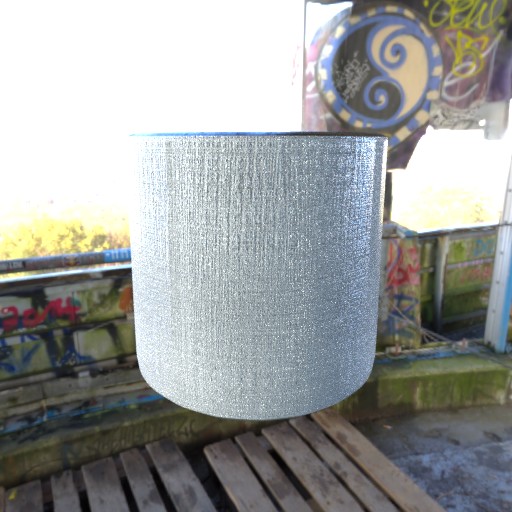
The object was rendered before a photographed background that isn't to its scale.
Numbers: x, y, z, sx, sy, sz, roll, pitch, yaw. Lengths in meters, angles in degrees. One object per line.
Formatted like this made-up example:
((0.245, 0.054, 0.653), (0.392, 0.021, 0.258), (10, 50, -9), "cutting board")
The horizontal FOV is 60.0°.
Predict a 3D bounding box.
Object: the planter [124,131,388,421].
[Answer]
((0.000, 0.000, 0.293), (0.160, 0.156, 0.160), (0, 14, 0), "planter")
